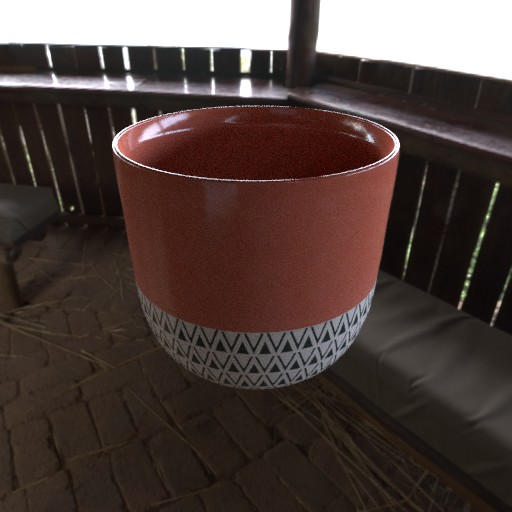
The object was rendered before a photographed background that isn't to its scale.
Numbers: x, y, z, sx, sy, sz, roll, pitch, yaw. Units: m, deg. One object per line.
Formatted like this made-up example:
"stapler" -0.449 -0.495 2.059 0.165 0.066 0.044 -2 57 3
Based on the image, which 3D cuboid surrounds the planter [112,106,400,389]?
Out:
"planter" 0.000 0.000 0.491 0.266 0.270 0.266 0 30 0
